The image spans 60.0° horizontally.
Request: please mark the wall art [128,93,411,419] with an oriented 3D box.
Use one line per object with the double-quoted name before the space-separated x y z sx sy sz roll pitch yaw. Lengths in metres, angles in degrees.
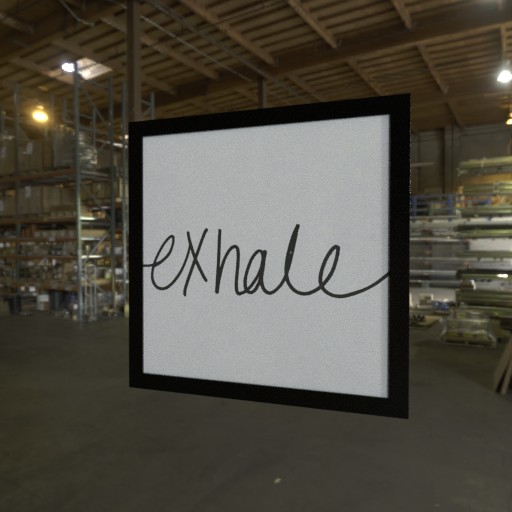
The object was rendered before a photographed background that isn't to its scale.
"wall art" 0.000 0.000 0.680 0.446 0.445 0.014 0 1 18
